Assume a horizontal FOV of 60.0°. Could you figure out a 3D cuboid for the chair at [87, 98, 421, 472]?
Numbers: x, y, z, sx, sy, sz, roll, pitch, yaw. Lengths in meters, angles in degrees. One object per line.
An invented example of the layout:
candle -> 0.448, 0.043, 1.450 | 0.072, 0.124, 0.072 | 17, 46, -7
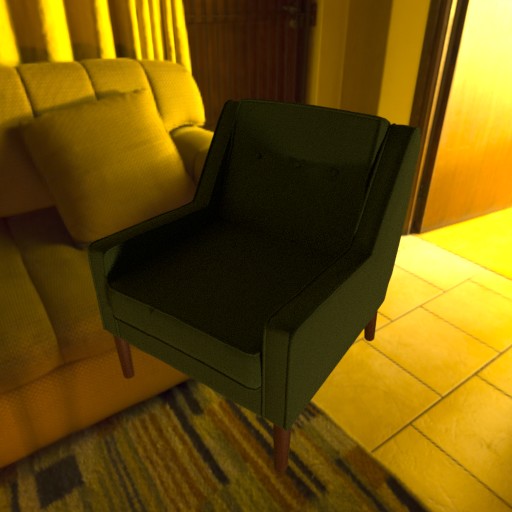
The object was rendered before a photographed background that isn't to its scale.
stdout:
chair -> 0.000, 0.000, 1.330 | 0.663, 0.792, 0.743 | 19, 36, 29
